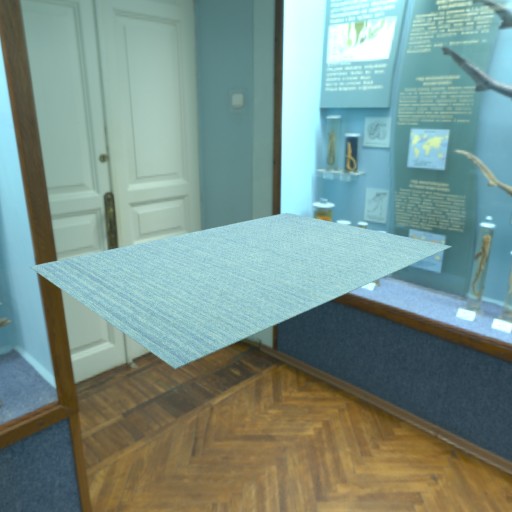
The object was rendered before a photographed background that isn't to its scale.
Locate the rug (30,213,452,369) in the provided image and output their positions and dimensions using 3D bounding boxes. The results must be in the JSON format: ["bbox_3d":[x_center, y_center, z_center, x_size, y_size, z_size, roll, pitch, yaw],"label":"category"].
[{"bbox_3d":[0.000,0.000,3.656,2.895,0.006,1.982,-16,23,-41],"label":"rug"}]
